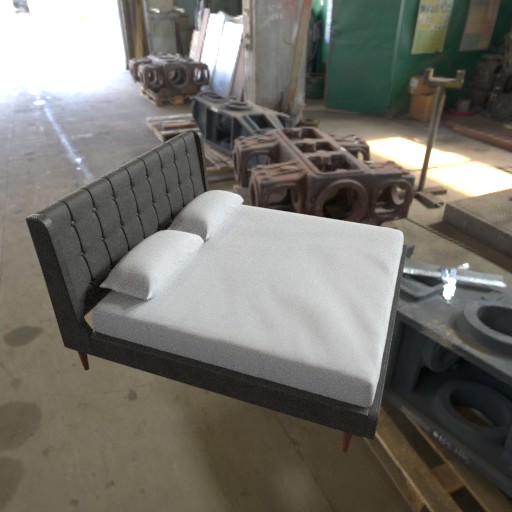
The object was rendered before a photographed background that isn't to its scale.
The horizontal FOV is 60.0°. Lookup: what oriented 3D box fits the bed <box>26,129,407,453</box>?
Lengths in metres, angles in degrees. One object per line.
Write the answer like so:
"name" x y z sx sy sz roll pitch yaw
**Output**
"bed" 0.000 0.000 3.188 2.031 1.158 1.903 11 33 18
